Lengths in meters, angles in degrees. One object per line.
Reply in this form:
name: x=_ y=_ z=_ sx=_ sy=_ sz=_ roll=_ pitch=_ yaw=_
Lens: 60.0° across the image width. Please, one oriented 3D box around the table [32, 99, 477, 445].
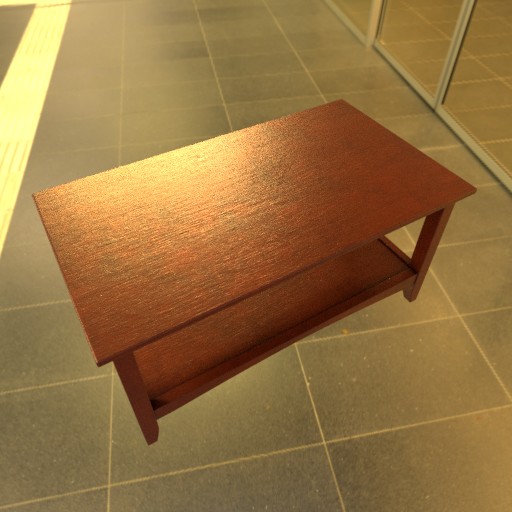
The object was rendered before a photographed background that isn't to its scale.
table: x=0.000 y=0.000 z=1.237 sx=0.943 sy=0.456 sz=0.533 roll=-23 pitch=51 yaw=-20
